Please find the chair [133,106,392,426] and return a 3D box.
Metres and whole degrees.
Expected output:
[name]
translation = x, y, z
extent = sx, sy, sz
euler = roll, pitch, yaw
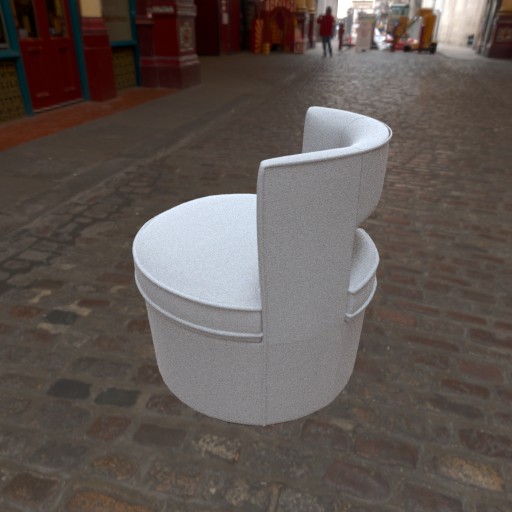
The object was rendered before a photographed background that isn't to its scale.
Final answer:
[chair]
translation = 0.000, 0.000, 1.235
extent = 0.665, 0.723, 0.650
euler = 7, 29, 13
